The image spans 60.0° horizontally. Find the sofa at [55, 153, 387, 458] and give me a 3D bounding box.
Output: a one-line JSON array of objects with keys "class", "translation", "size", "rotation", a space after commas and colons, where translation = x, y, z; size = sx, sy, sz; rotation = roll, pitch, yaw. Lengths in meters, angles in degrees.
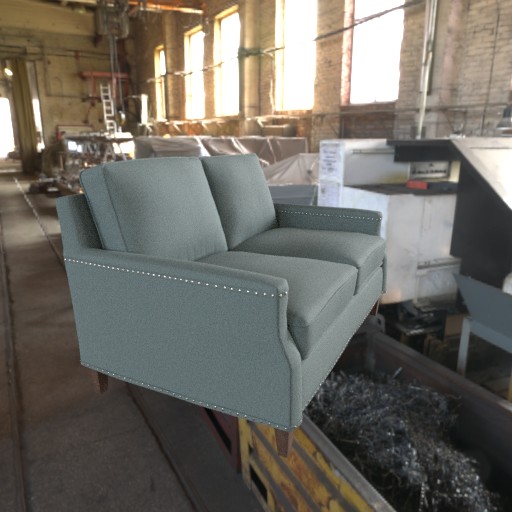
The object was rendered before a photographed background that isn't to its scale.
[{"class": "sofa", "translation": [0.000, 0.000, 2.281], "size": [1.084, 1.003, 1.597], "rotation": [8, 17, 26]}]
